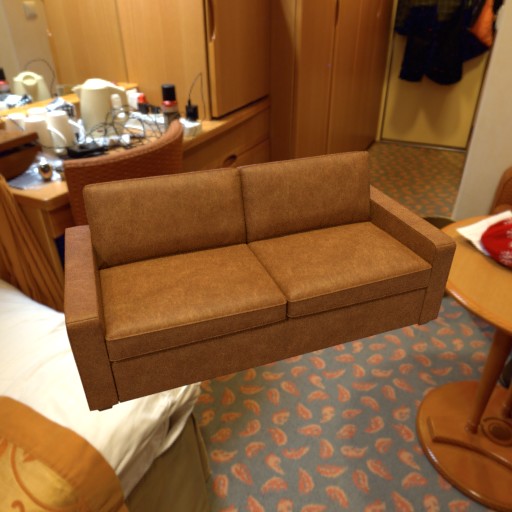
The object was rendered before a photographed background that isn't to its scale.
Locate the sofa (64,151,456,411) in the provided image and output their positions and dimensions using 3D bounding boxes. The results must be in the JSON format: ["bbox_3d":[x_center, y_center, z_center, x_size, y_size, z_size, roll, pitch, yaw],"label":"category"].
[{"bbox_3d":[0.000,0.000,2.661,2.156,0.928,0.991,-11,33,-17],"label":"sofa"}]
